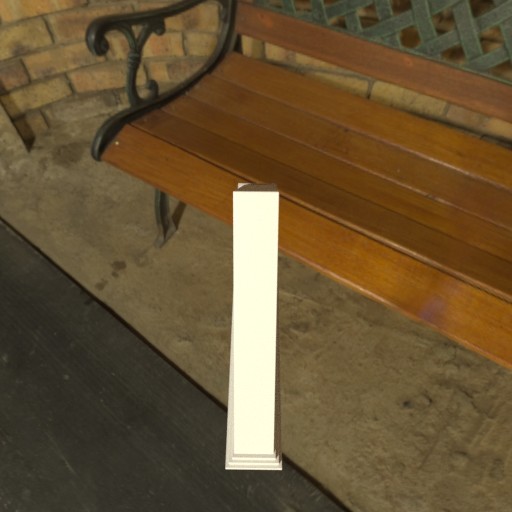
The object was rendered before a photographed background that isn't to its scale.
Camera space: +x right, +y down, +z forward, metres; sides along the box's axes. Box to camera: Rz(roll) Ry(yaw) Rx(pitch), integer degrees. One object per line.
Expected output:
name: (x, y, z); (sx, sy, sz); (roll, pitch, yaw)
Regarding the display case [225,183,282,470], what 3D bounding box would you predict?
display case: (0.000, 0.000, 0.780); (0.095, 0.340, 0.640); (1, 57, 0)
